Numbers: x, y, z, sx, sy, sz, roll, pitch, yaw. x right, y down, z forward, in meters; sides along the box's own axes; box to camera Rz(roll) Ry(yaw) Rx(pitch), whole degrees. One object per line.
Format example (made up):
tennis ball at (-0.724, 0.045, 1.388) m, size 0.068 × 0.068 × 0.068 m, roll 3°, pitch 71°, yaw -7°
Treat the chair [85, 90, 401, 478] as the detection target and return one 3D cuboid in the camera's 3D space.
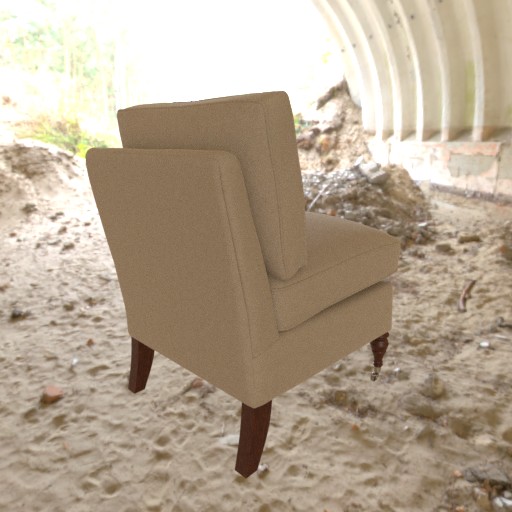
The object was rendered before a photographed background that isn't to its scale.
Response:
chair at (0.000, 0.000, 1.607) m, size 0.912 × 1.052 × 0.724 m, roll -14°, pitch 20°, yaw -43°
